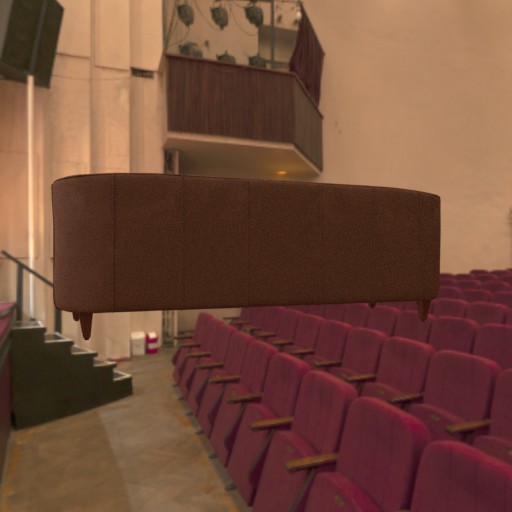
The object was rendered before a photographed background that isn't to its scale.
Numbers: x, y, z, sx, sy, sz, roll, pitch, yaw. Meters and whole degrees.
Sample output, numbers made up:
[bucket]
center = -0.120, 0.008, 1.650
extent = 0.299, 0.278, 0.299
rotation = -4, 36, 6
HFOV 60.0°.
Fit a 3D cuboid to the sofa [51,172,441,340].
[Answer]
[sofa]
center = 0.000, 0.000, 2.692
extent = 2.227, 0.787, 0.927
rotation = 0, 0, -19
